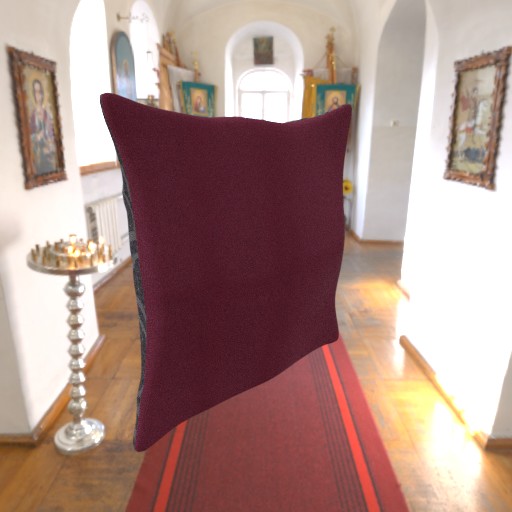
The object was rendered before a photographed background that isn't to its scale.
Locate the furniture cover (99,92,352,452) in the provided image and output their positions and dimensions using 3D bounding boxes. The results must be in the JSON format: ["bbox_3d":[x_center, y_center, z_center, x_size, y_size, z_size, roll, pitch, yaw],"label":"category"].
[{"bbox_3d":[0.000,0.000,0.766,0.514,0.513,0.163,-16,24,-42],"label":"furniture cover"}]
